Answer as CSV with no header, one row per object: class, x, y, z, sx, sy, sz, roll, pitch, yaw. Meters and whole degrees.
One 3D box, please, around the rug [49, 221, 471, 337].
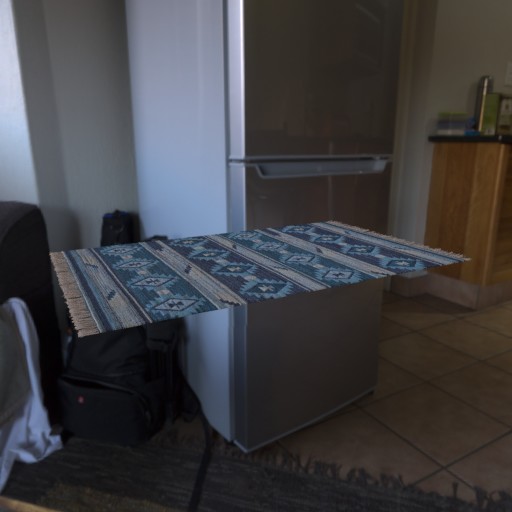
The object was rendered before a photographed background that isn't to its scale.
rug,0.000,0.000,2.353,1.936,0.028,1.181,-8,17,-27
